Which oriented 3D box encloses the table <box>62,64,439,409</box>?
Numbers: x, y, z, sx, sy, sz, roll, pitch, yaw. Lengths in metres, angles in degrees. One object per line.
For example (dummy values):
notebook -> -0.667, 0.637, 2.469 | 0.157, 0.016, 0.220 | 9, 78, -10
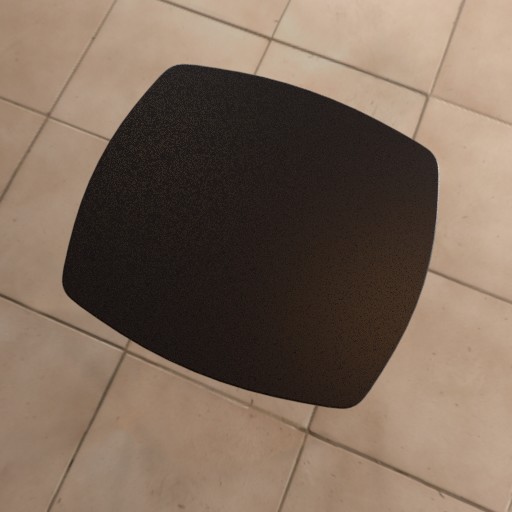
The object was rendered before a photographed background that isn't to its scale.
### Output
table -> 0.000, 0.000, 0.862 | 0.508, 0.457, 0.457 | 21, 78, 5
